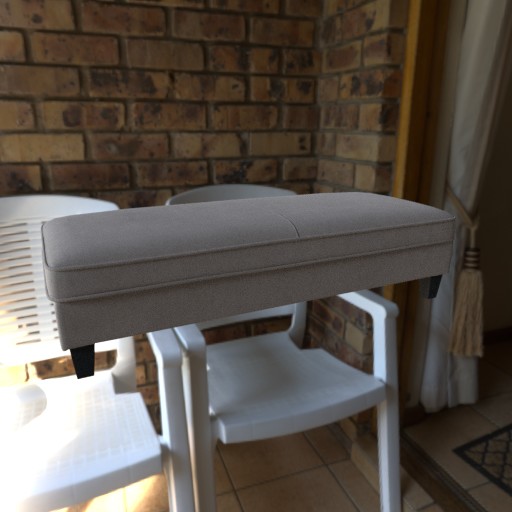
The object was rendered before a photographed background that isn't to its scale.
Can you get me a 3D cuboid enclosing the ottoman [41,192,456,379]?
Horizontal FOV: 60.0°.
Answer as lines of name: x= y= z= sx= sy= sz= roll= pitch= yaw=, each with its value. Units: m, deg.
ottoman: x=0.000 y=0.000 z=1.995 sx=1.726 sy=0.460 sz=0.735 roll=-8 pitch=18 yaw=-25
